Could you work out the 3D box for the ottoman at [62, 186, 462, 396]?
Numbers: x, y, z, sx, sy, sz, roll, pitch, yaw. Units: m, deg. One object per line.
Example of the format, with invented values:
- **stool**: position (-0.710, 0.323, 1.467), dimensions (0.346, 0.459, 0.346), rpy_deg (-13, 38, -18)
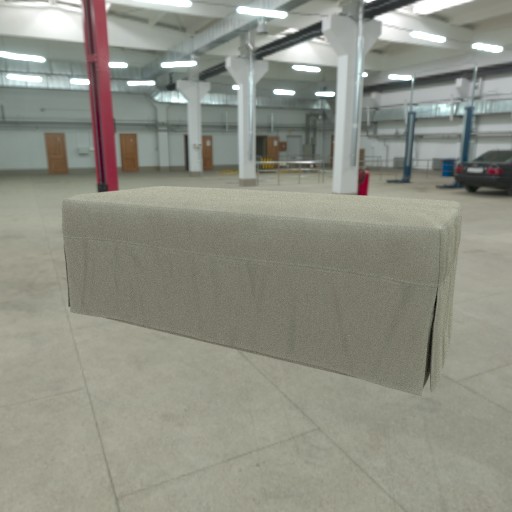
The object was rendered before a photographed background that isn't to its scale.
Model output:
- **ottoman**: position (0.000, 0.000, 1.673), dimensions (1.388, 0.457, 0.665), rpy_deg (7, 16, 27)
